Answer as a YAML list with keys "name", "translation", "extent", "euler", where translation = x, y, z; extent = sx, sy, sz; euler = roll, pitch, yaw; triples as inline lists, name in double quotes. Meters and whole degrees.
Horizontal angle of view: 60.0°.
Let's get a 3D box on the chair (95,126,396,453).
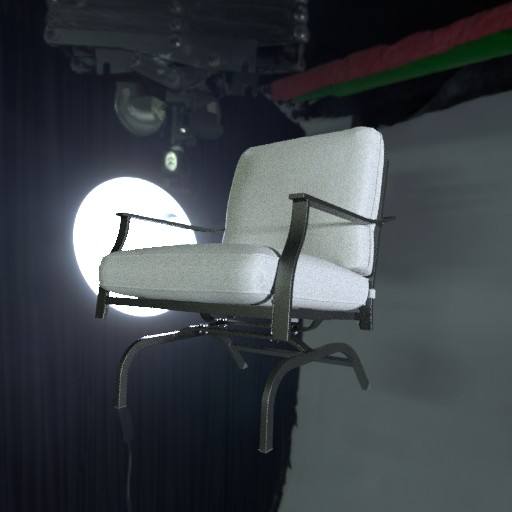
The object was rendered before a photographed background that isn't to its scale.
- name: "chair"
  translation: [0.000, 0.000, 1.372]
  extent: [0.650, 0.860, 0.787]
  euler: [-1, -1, 36]
